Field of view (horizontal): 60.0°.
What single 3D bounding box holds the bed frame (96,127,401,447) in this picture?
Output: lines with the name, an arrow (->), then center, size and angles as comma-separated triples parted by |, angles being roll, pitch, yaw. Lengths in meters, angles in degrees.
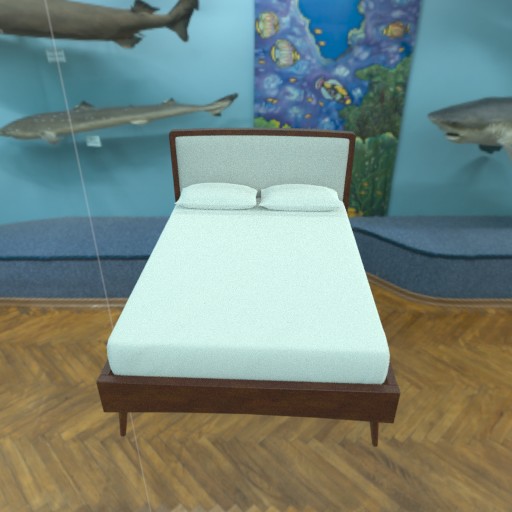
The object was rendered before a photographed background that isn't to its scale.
bed frame -> 0.000, 0.000, 3.165 | 1.587, 1.279, 2.171 | 1, 30, 2
